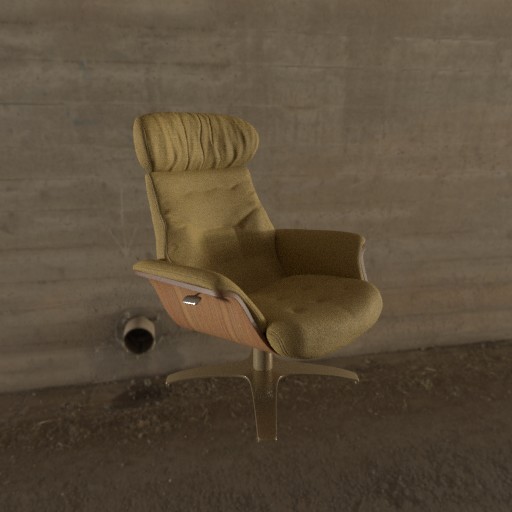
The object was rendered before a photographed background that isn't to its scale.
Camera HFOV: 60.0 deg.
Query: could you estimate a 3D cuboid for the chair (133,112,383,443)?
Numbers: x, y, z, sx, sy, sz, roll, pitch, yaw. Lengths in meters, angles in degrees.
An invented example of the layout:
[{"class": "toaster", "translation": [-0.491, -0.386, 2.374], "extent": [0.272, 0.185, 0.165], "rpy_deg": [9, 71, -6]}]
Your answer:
[{"class": "chair", "translation": [0.000, 0.000, 1.583], "extent": [0.837, 0.995, 0.785], "rpy_deg": [15, 21, 42]}]
